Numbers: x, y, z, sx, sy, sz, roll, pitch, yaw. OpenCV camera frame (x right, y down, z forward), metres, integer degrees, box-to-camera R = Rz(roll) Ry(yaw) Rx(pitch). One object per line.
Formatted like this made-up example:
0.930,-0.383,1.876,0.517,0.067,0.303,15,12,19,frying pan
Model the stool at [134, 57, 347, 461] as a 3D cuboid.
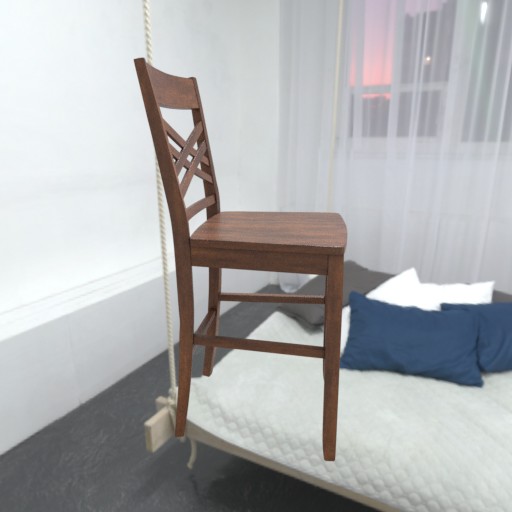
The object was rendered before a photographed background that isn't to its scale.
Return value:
0.000,0.000,1.368,0.539,1.079,0.462,2,16,8,stool
